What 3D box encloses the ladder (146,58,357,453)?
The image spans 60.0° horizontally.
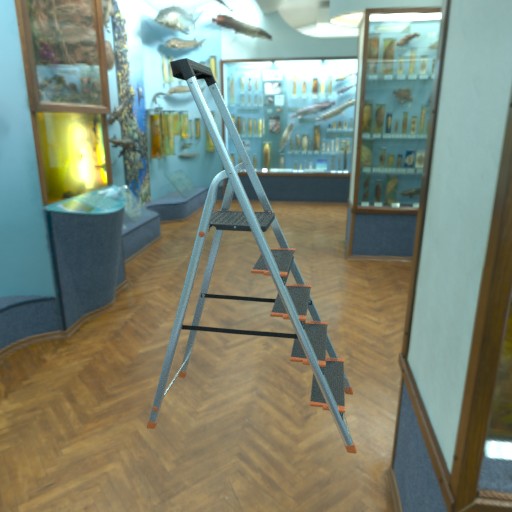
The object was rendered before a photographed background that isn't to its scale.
[{"bbox_3d":[0.000,0.000,2.040,0.995,1.646,0.480,3,17,10],"label":"ladder"}]
